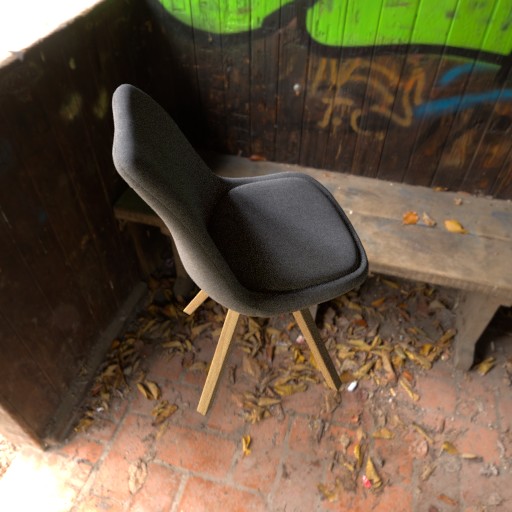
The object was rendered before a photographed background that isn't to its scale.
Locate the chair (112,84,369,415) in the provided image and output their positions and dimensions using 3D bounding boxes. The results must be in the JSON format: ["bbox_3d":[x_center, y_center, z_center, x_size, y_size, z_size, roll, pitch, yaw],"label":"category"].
[{"bbox_3d":[0.000,0.000,1.170,0.550,0.865,0.483,-9,47,-9],"label":"chair"}]
